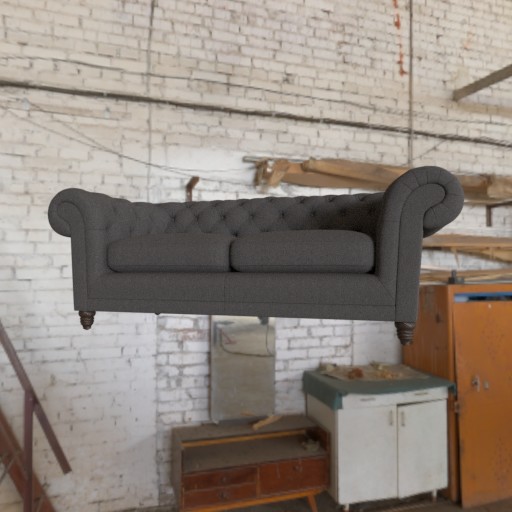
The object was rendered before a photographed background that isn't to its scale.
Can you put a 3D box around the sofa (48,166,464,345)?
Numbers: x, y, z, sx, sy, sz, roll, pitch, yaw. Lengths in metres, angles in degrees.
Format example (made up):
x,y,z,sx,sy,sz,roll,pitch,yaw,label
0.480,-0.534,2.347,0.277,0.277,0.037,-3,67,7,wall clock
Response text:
x,y,z,sx,sy,sz,roll,pitch,yaw,label
0.000,0.000,2.469,1.998,0.764,0.986,0,-1,17,sofa
